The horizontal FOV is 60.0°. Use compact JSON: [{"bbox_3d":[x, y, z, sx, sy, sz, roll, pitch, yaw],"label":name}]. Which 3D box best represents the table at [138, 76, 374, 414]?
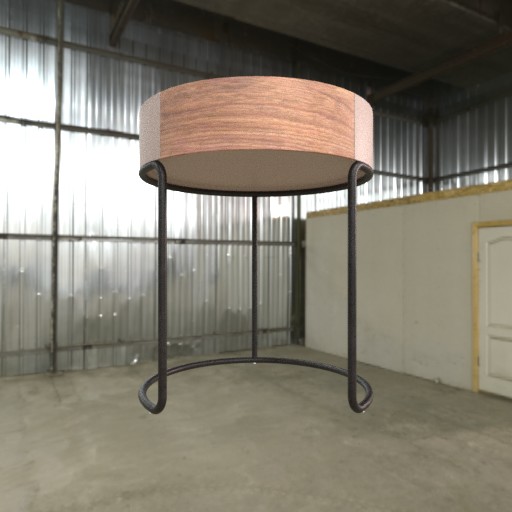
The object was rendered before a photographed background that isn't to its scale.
[{"bbox_3d":[0.000,0.000,0.878,0.450,0.530,0.450,0,0,0],"label":"table"}]
